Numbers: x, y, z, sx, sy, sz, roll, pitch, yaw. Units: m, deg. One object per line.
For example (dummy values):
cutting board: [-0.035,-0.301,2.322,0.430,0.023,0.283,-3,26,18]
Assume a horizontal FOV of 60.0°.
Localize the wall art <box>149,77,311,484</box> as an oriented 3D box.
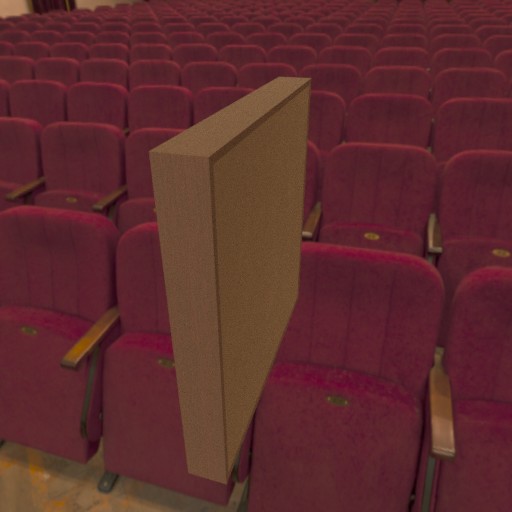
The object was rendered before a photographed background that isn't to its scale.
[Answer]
wall art: [0.000,0.000,0.456,0.038,0.303,0.304,9,31,15]
